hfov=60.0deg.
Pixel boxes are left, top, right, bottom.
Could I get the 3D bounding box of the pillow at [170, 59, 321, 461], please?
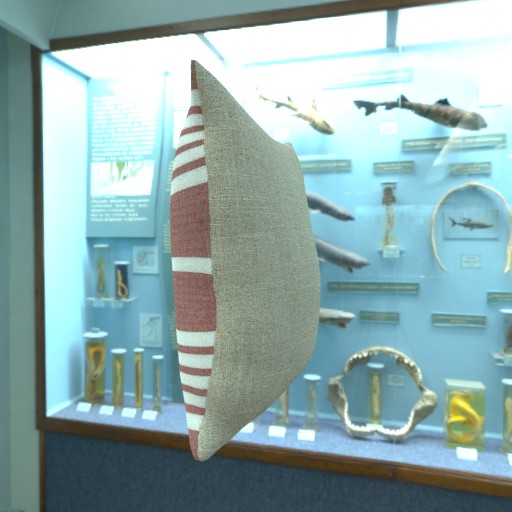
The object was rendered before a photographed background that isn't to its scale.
[{"bbox_3d":[0.000,0.000,0.663,0.182,0.427,0.439,0,1,18],"label":"pillow"}]
